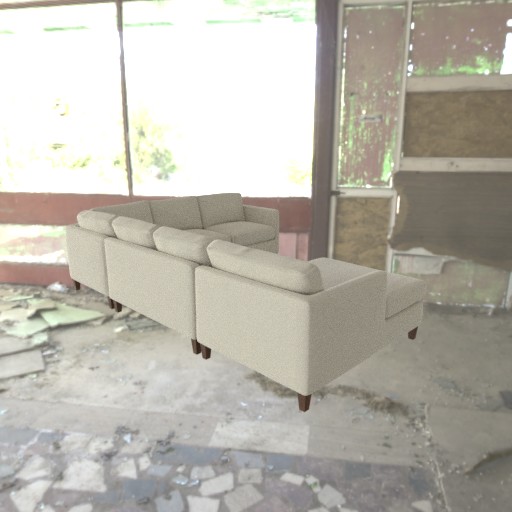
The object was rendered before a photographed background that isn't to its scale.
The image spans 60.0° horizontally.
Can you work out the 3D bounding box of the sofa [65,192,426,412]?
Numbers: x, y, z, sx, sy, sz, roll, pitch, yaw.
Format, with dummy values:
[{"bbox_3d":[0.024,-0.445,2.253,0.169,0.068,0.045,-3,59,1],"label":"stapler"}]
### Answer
[{"bbox_3d":[0.000,0.000,4.648,3.459,0.956,2.593,14,20,43],"label":"sofa"}]
